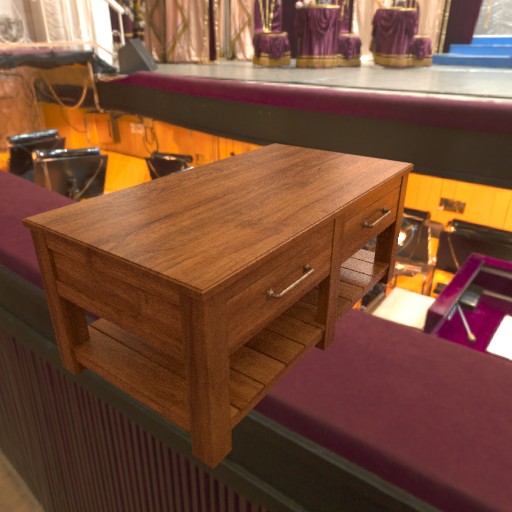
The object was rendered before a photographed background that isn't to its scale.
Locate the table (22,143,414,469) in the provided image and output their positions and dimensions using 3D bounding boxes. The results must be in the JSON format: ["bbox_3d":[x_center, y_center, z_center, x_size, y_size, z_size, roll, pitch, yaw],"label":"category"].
[{"bbox_3d":[0.000,0.000,1.481,0.635,0.480,1.150,18,31,32],"label":"table"}]
